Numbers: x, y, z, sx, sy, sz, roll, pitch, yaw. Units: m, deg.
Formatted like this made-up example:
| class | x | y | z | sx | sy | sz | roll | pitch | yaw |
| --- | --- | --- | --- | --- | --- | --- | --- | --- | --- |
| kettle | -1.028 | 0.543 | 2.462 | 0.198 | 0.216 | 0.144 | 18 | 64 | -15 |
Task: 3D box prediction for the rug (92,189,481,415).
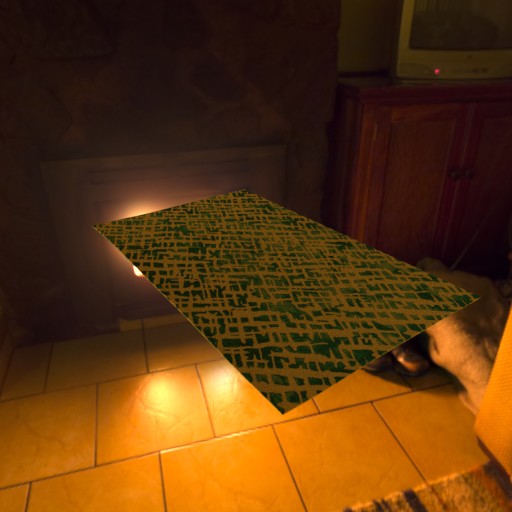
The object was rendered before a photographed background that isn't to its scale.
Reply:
| class | x | y | z | sx | sy | sz | roll | pitch | yaw |
| --- | --- | --- | --- | --- | --- | --- | --- | --- | --- |
| rug | 0.000 | 0.000 | 3.110 | 1.520 | 0.011 | 2.447 | -19 | 33 | -32 |
